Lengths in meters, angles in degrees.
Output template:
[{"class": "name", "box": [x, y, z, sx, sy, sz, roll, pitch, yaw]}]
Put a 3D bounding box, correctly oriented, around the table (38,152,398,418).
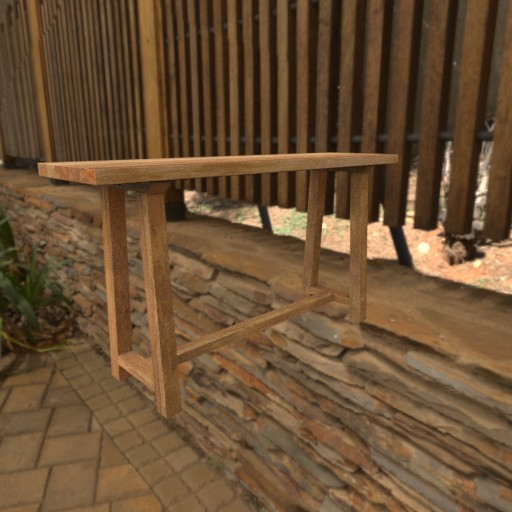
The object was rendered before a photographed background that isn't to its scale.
[{"class": "table", "box": [0.000, 0.000, 1.873, 1.524, 0.810, 0.405, -14, 20, -42]}]
